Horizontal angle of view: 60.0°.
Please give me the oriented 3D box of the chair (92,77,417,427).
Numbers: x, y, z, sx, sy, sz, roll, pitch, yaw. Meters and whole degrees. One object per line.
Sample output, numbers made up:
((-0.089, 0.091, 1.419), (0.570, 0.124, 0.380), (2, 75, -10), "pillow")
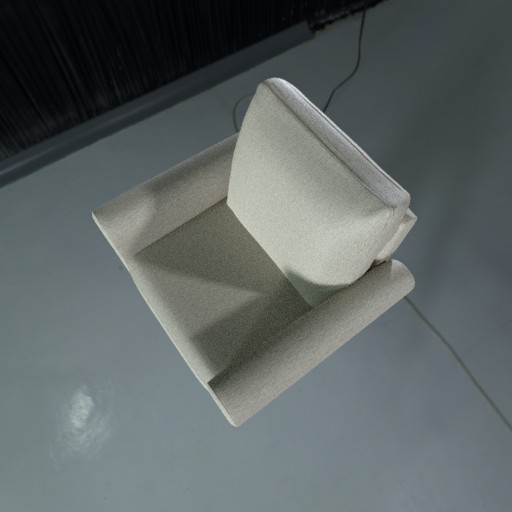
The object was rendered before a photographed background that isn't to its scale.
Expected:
((0.000, 0.000, 2.316), (1.180, 1.349, 1.275), (-33, 68, -15), "chair")
